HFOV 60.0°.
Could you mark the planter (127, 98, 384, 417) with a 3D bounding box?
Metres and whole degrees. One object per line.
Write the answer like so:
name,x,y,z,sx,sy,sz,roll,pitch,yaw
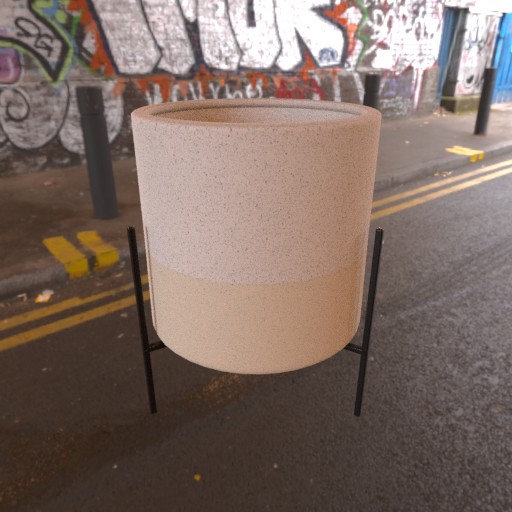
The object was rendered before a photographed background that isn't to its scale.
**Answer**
planter,0.000,0.000,0.660,0.313,0.423,0.335,0,24,1
